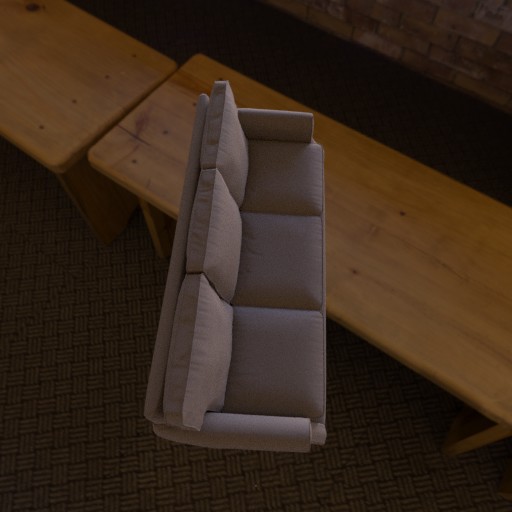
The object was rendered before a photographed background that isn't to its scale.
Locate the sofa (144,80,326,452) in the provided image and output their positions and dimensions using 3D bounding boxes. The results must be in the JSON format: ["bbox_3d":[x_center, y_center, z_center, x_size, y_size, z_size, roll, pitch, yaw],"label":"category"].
[{"bbox_3d":[0.000,0.000,2.902,0.966,0.948,2.353,3,63,2],"label":"sofa"}]
